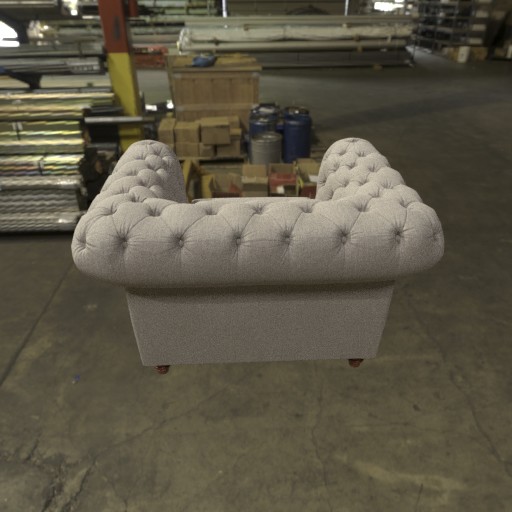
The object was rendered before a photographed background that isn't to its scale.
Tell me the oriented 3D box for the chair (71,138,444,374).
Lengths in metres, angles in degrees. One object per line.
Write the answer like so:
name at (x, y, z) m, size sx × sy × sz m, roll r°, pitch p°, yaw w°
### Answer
chair at (0.000, 0.000, 1.914) m, size 1.270 × 0.770 × 0.976 m, roll -1°, pitch 30°, yaw -2°
